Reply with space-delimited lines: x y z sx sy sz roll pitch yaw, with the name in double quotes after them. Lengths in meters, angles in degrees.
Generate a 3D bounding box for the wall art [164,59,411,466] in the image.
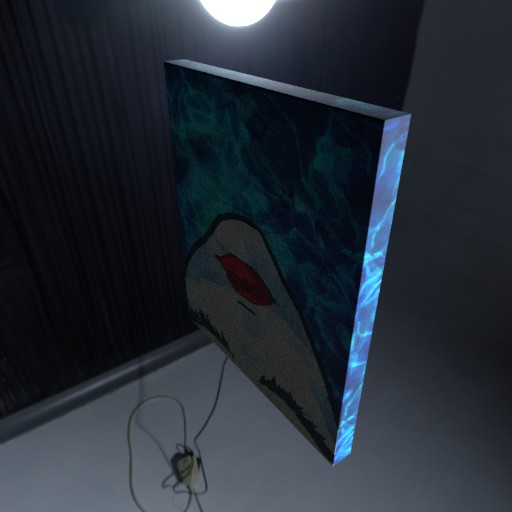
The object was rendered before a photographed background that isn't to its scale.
0.000 0.000 0.681 0.038 0.508 0.432 -21 37 -31 "wall art"
